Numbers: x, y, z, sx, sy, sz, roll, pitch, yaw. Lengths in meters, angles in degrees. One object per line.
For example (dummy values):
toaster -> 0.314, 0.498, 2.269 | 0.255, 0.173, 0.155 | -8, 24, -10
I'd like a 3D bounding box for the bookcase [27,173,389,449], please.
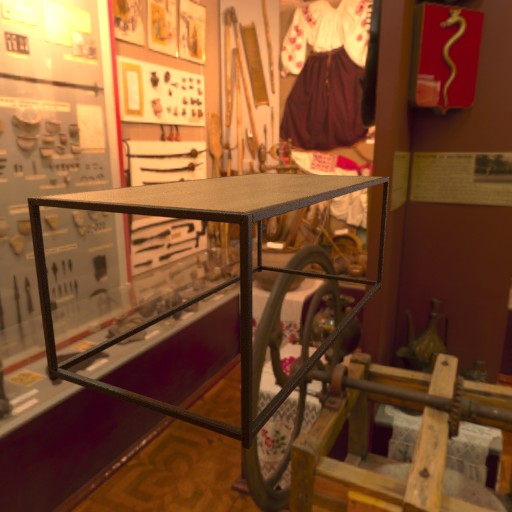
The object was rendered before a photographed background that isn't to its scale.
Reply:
bookcase -> 0.000, 0.000, 1.242 | 0.500, 0.400, 1.000 | 7, 15, 27
